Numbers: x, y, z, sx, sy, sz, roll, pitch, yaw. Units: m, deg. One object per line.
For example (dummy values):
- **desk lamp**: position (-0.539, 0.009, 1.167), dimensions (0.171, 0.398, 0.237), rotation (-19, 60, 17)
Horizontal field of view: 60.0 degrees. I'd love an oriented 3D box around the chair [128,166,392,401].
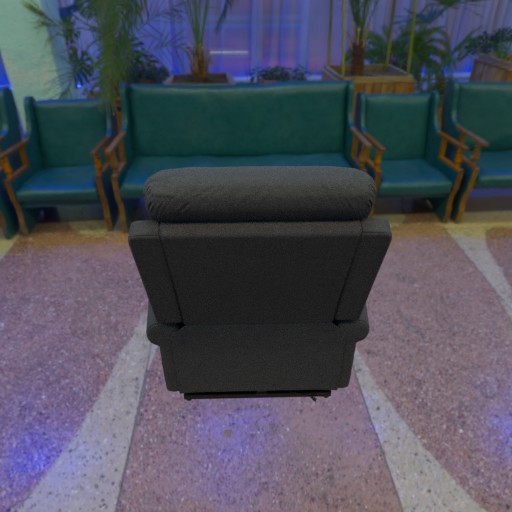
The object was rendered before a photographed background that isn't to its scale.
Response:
- **chair**: position (0.000, 0.000, 1.726), dimensions (0.871, 1.031, 0.979), rotation (-1, 33, -1)
